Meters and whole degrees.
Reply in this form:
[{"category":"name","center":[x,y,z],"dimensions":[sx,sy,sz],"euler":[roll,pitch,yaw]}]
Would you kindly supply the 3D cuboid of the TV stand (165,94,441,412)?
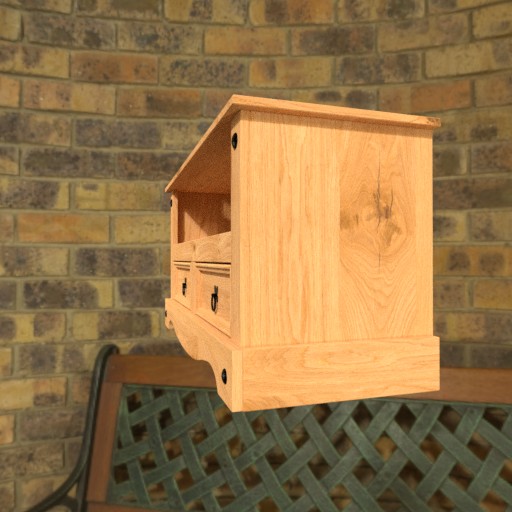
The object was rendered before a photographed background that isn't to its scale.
[{"category":"TV stand","center":[0.000,0.000,1.340],"dimensions":[0.440,0.550,1.080],"euler":[0,0,-18]}]
